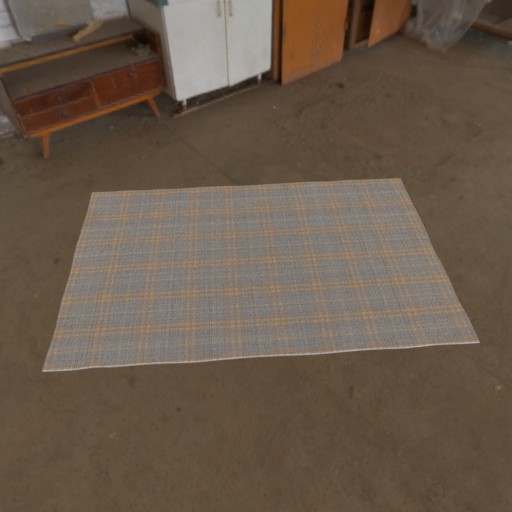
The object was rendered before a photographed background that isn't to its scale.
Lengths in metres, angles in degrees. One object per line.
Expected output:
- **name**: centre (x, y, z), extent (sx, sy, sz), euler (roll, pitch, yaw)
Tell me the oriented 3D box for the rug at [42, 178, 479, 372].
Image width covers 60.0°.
- **rug**: centre (0.000, 0.000, 2.995), extent (2.460, 0.016, 1.545), euler (-3, 47, -3)
